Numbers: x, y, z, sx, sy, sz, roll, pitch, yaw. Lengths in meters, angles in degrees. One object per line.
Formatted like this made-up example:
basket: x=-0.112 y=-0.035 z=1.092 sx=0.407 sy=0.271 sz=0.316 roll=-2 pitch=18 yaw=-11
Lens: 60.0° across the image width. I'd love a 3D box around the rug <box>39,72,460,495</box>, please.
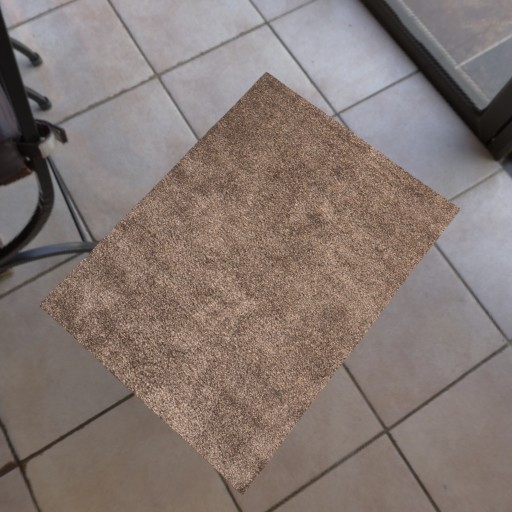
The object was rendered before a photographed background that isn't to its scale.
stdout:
rug: x=0.000 y=0.000 z=2.050 sx=1.198 sy=0.025 sz=1.601 roll=39 pitch=78 yaw=10
